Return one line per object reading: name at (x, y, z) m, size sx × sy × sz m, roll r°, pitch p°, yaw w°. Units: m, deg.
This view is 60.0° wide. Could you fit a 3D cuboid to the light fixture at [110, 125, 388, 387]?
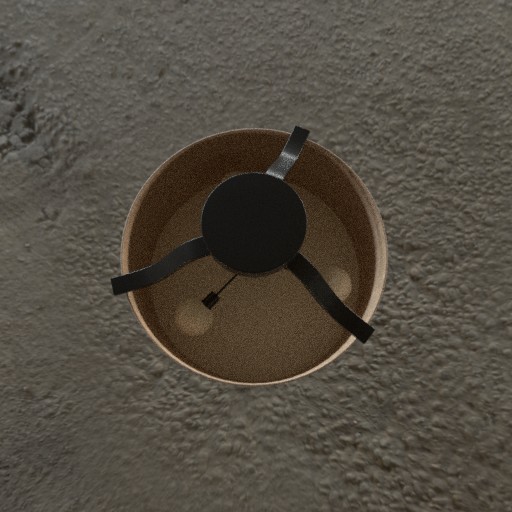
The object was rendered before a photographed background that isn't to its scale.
light fixture at (0.000, 0.000, 0.668) m, size 0.390 × 0.306 × 0.390 m, roll 0°, pitch 75°, yaw 0°
